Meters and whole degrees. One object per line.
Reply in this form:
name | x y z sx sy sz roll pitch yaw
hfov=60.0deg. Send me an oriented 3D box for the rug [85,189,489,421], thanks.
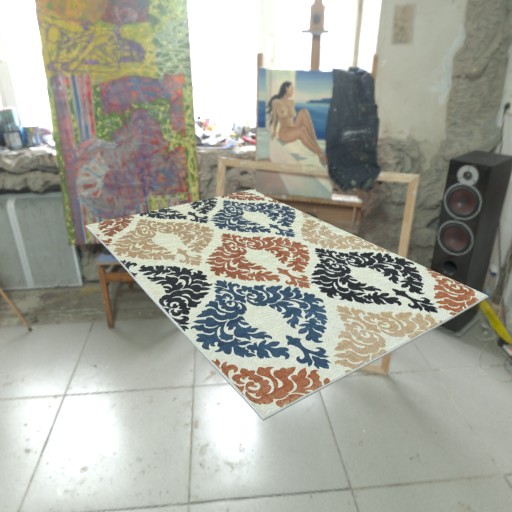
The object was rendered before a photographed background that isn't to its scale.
rug | 0.000 0.000 2.849 1.514 0.014 2.275 -17 31 -31
